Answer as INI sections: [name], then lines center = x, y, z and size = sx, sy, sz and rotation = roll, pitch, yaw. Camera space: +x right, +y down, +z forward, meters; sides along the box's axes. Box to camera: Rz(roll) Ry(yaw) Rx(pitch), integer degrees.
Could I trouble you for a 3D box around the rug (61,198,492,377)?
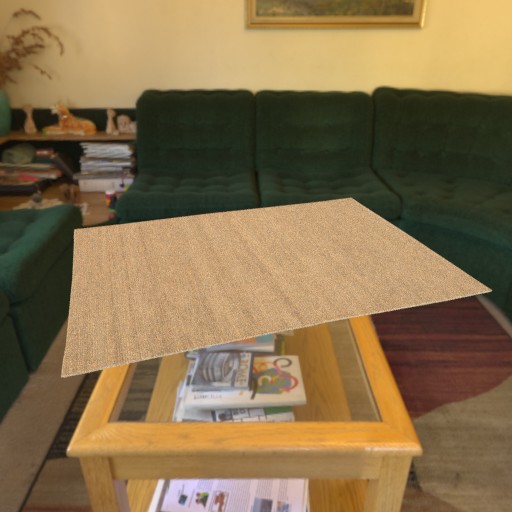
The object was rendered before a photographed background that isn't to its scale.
[rug]
center = 0.000, 0.000, 2.852
size = 2.264, 0.030, 1.624
rotation = -8, 28, -16
